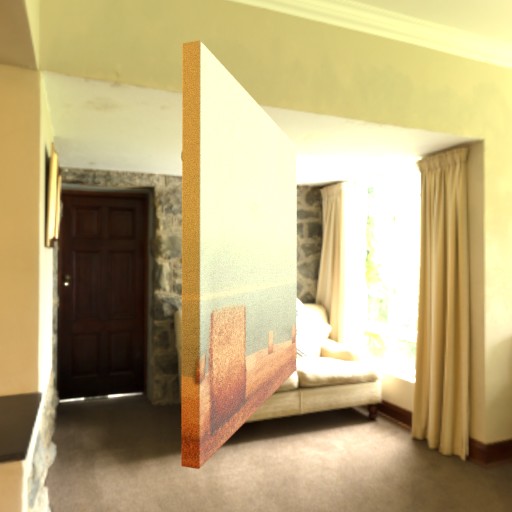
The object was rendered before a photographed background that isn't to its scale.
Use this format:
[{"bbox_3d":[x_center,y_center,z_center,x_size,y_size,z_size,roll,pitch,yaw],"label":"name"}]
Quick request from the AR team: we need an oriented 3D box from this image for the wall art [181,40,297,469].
[{"bbox_3d":[0.000,0.000,0.917,0.034,0.605,0.605,0,-1,18],"label":"wall art"}]
